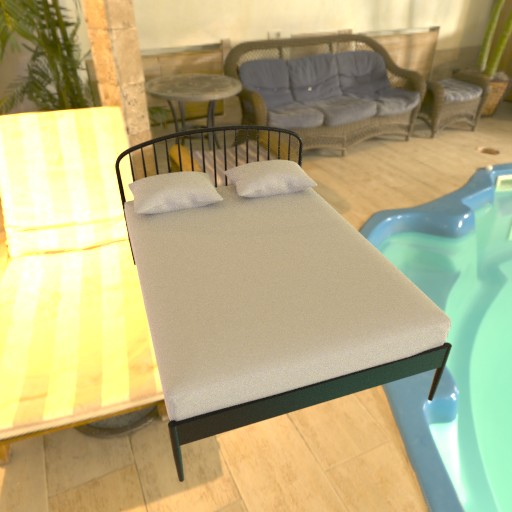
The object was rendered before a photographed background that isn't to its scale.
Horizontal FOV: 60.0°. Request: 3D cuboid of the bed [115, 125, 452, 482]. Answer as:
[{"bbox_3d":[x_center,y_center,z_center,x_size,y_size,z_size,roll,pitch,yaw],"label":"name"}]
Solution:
[{"bbox_3d":[0.000,0.000,3.069,1.618,1.166,2.159,-11,35,-16],"label":"bed"}]
